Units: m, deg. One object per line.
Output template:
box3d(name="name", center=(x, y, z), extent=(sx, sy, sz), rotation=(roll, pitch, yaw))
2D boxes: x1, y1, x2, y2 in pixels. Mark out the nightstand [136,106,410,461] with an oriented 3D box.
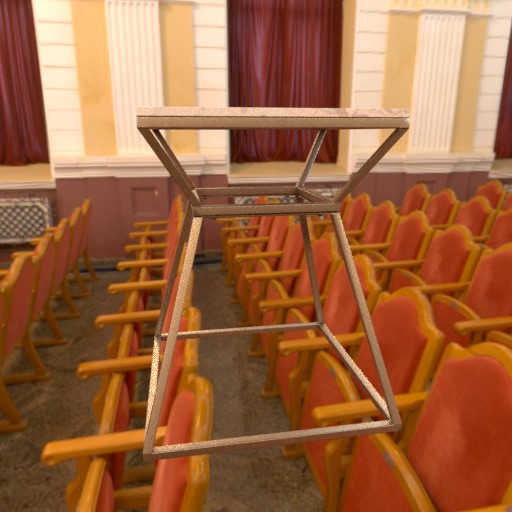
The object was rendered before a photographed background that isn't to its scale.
box3d(name="nightstand", center=(0.000, 0.000, 0.904), extent=(0.455, 0.554, 0.455), rotation=(-3, 16, -10))
